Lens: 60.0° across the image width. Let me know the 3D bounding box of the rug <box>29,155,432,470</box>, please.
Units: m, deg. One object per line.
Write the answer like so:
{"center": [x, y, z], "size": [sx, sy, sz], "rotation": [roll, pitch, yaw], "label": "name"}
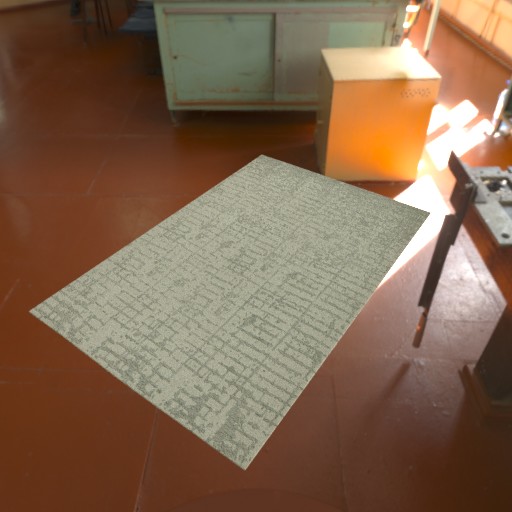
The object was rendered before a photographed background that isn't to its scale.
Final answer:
{"center": [0.000, 0.000, 2.290], "size": [1.211, 0.007, 1.827], "rotation": [25, 47, 26], "label": "rug"}
